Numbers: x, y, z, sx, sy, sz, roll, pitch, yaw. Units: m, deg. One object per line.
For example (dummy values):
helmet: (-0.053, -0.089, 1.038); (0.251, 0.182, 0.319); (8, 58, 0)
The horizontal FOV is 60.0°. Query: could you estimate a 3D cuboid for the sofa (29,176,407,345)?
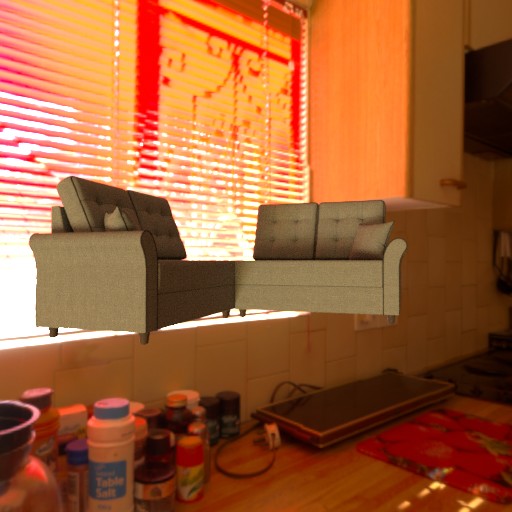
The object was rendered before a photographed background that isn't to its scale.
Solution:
sofa: (0.000, 0.000, 3.203); (2.070, 0.988, 2.068); (0, -1, 19)
